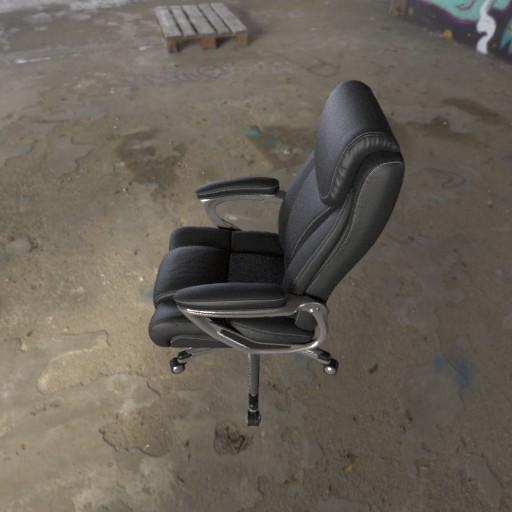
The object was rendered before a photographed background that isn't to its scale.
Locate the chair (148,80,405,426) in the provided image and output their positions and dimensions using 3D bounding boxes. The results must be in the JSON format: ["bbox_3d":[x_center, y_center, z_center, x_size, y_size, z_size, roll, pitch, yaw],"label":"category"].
[{"bbox_3d":[0.000,0.000,1.642,0.784,1.167,0.741,0,41,0],"label":"chair"}]
